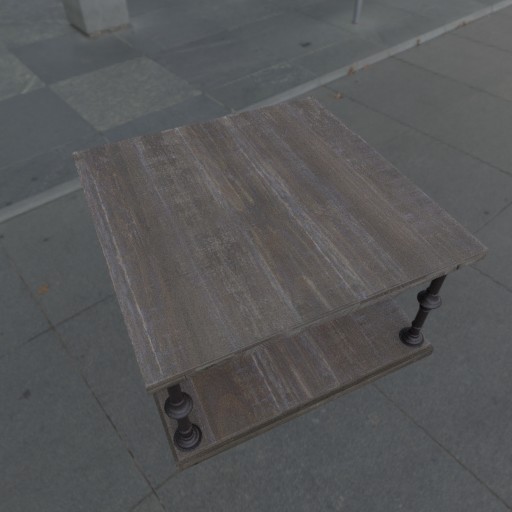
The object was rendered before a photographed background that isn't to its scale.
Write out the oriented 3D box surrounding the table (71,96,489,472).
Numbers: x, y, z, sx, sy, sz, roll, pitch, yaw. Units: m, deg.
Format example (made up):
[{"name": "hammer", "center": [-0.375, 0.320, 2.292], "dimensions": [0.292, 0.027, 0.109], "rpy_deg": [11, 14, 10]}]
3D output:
[{"name": "table", "center": [0.000, 0.000, 1.139], "dimensions": [0.696, 0.400, 0.696], "rpy_deg": [-19, 50, -17]}]
